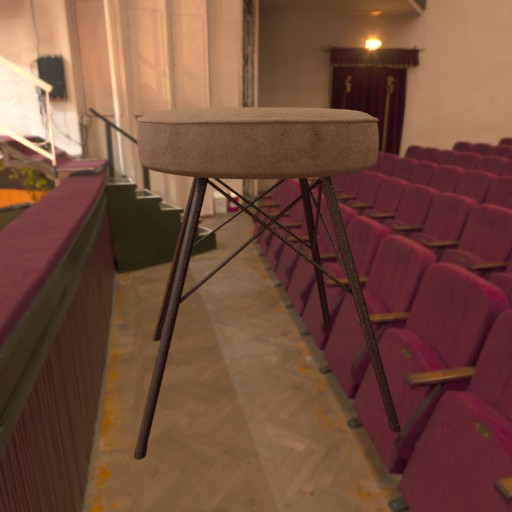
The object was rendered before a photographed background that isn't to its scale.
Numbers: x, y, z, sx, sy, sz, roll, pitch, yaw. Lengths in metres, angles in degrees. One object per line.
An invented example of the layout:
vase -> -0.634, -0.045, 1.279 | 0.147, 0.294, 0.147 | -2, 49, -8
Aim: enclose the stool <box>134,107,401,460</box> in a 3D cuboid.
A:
stool -> 0.000, 0.000, 0.852 | 0.457, 0.538, 0.423 | -3, 18, -8
